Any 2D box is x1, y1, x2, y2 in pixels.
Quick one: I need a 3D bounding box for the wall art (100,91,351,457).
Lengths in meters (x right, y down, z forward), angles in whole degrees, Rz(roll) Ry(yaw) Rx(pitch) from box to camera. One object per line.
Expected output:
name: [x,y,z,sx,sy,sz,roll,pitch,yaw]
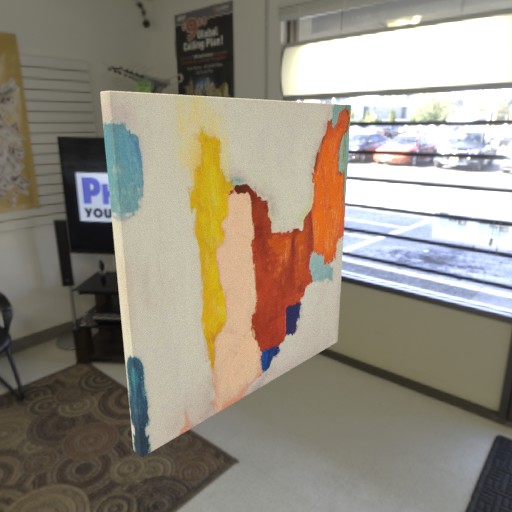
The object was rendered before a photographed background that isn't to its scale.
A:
wall art: [0.000,0.000,1.223,0.037,0.814,0.814,15,22,42]
